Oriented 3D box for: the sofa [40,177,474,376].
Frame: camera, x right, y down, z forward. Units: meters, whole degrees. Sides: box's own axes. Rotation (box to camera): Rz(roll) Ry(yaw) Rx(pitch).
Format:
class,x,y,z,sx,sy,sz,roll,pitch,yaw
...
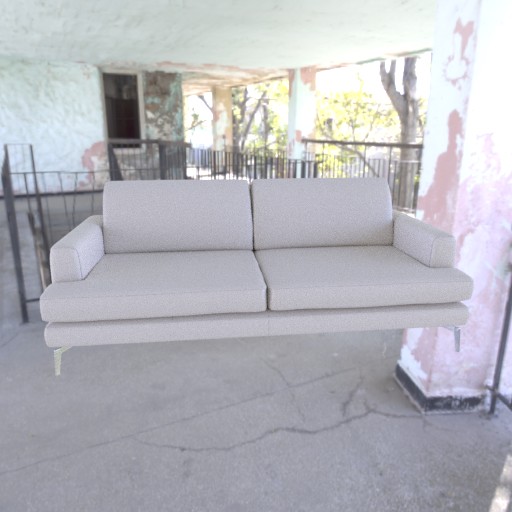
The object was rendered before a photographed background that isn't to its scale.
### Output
class,x,y,z,sx,sy,sz,roll,pitch,yaw
sofa,0.000,0.000,2.385,1.940,0.765,0.974,-2,16,-7
